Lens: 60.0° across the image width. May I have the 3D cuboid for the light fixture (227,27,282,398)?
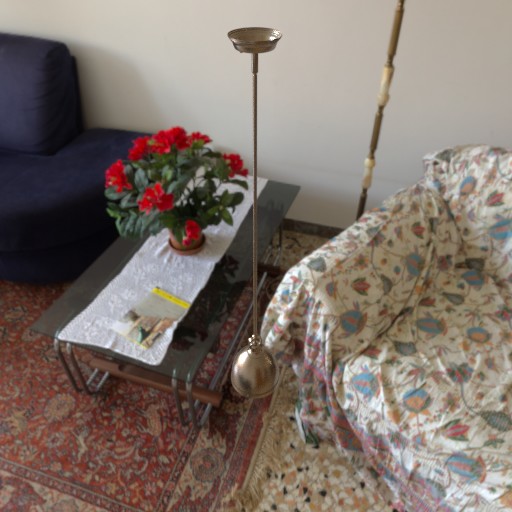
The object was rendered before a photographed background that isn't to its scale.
[{"bbox_3d":[0.000,0.000,1.485,0.217,1.367,0.211,-11,41,-13],"label":"light fixture"}]
